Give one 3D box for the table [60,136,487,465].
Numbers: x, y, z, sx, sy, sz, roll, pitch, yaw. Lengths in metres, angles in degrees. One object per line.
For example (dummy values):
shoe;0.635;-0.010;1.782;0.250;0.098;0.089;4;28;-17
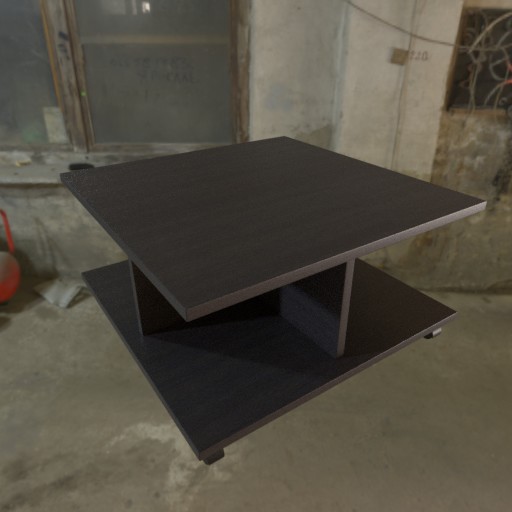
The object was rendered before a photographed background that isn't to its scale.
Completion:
table;0.000;0.000;1.197;0.762;0.396;0.762;-18;33;-30
